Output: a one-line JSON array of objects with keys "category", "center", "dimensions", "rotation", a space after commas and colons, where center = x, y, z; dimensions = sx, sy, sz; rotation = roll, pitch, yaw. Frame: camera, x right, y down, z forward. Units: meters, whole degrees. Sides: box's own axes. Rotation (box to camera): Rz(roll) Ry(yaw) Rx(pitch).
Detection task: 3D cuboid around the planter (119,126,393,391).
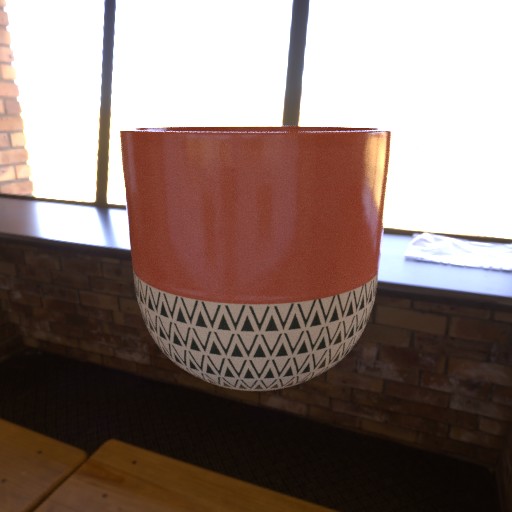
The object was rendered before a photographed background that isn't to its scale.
[{"category": "planter", "center": [0.000, 0.000, 0.487], "dimensions": [0.266, 0.270, 0.266], "rotation": [0, 17, 0]}]
